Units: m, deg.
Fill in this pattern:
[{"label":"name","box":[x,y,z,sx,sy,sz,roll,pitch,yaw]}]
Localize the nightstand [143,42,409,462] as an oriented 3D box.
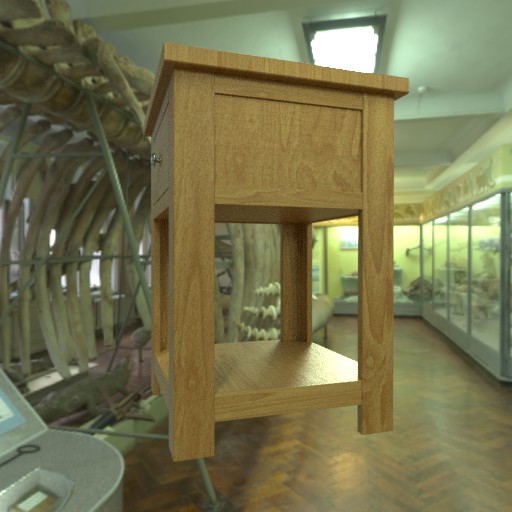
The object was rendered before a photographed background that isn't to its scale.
[{"label":"nightstand","box":[0.000,0.000,0.902,0.418,0.614,0.428,0,0,-18]}]
